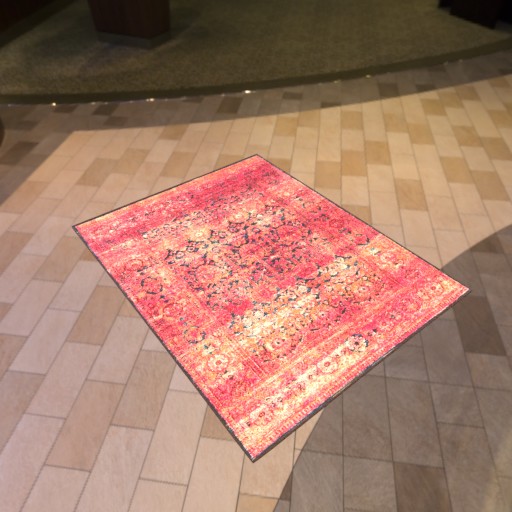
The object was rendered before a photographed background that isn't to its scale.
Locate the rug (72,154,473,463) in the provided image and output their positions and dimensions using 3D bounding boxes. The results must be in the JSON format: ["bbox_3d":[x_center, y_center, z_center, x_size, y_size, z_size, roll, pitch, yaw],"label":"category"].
[{"bbox_3d":[0.000,0.000,4.178,2.411,0.020,3.032,-28,49,-27],"label":"rug"}]
